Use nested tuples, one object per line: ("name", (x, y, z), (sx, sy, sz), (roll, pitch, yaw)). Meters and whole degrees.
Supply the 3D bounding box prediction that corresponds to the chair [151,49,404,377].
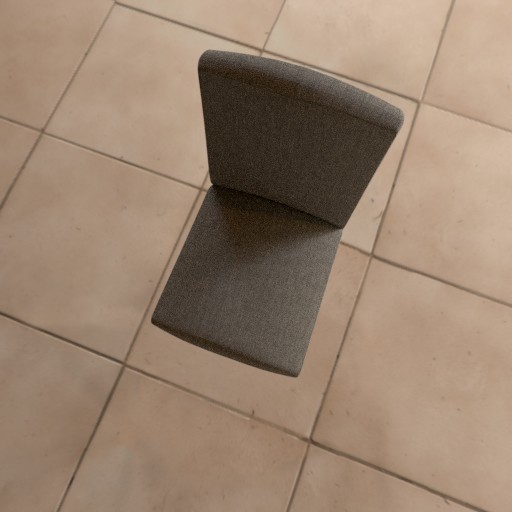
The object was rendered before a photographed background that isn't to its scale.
("chair", (0.000, 0.000, 1.253), (0.451, 0.917, 0.580), (19, 76, 5))
